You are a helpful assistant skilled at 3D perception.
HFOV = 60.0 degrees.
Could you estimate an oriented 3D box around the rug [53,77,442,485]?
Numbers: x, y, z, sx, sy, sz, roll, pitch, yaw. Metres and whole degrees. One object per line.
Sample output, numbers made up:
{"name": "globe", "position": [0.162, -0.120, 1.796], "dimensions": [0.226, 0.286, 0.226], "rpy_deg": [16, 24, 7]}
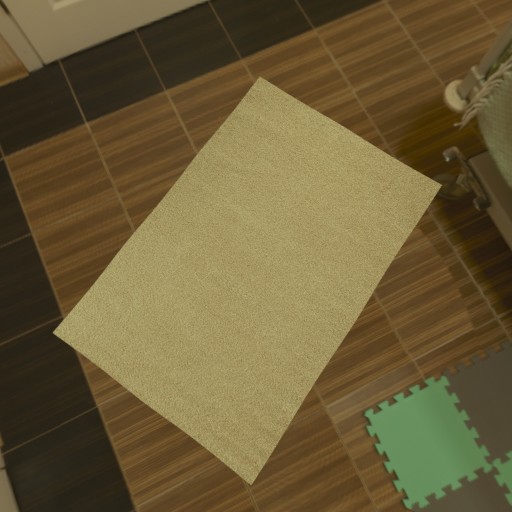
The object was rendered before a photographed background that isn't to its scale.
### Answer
{"name": "rug", "position": [0.000, 0.000, 3.454], "dimensions": [1.800, 0.025, 2.699], "rpy_deg": [34, 77, 9]}
